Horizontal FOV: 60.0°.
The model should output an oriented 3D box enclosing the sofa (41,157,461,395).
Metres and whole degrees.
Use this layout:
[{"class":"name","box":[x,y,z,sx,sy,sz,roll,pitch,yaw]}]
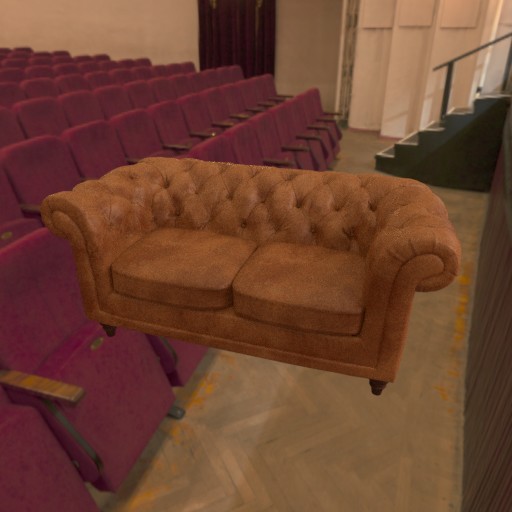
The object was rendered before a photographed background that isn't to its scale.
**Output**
[{"class":"sofa","box":[0.000,0.000,2.508,1.979,0.877,1.042,8,28,16]}]
